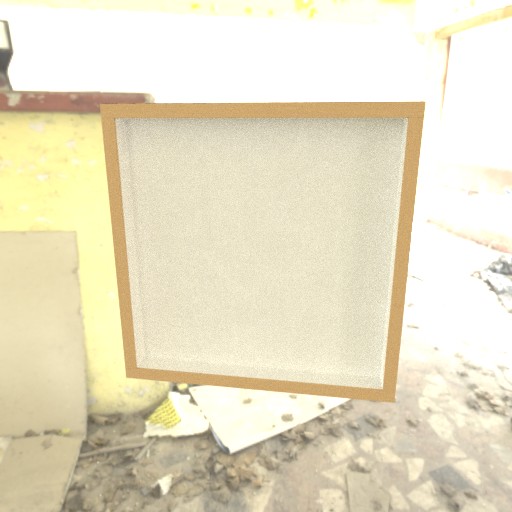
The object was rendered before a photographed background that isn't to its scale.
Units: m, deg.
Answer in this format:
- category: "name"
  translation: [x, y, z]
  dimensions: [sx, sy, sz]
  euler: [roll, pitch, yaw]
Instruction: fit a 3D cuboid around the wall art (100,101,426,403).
- category: "wall art"
  translation: [0.000, 0.000, 0.620]
  dimensions: [0.405, 0.405, 0.038]
  euler: [3, 17, 9]
